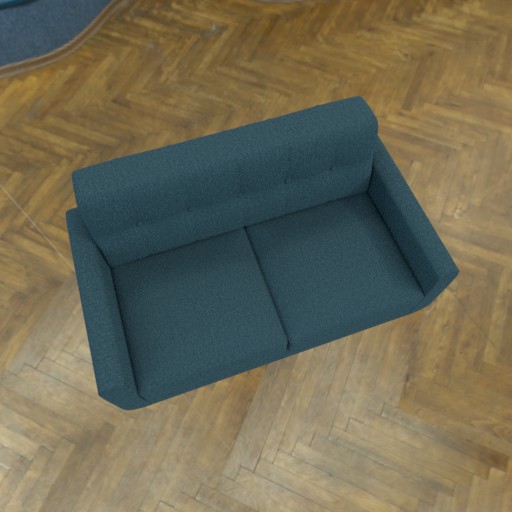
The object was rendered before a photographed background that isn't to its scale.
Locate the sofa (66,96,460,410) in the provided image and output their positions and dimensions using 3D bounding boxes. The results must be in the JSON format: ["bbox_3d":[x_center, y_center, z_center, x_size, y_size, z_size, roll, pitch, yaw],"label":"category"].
[{"bbox_3d":[0.000,0.000,2.201,1.651,0.896,0.942,-17,65,-9],"label":"sofa"}]
